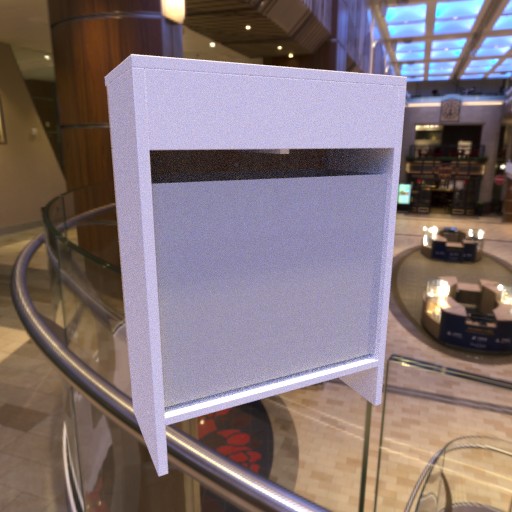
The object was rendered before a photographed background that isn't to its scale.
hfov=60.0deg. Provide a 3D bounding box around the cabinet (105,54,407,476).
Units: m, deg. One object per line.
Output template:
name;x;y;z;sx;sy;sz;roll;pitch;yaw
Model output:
cabinet;0.000;0.000;1.079;0.600;0.815;0.296;-7;16;-25
